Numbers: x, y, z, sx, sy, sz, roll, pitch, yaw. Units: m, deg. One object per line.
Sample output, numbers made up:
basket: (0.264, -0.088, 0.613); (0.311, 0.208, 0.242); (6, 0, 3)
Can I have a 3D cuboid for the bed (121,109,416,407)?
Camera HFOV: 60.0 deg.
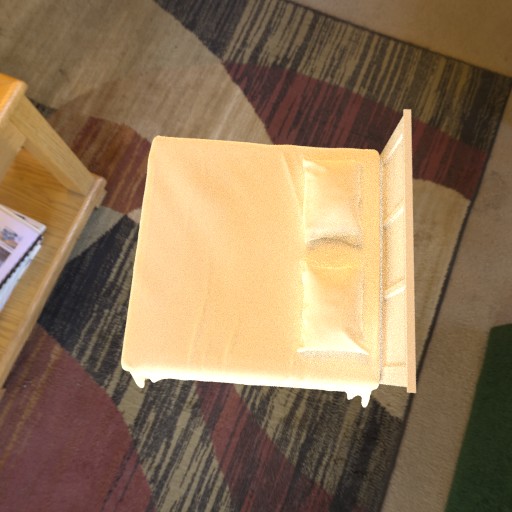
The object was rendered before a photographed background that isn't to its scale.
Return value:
bed: (0.000, 0.000, 3.641); (2.215, 1.273, 2.317); (4, 76, 1)
